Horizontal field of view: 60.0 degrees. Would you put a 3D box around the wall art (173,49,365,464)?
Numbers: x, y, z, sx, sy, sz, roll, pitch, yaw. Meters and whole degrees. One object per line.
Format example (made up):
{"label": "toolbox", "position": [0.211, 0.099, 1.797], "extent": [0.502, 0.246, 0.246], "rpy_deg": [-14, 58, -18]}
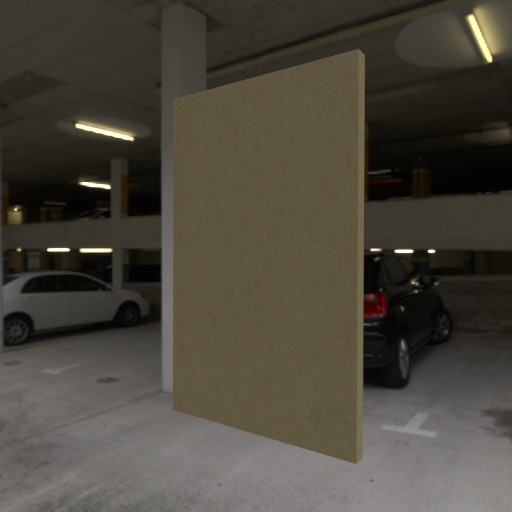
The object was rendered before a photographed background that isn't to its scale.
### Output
{"label": "wall art", "position": [0.000, 0.000, 1.024], "extent": [0.510, 0.810, 0.039], "rpy_deg": [1, 1, 35]}
